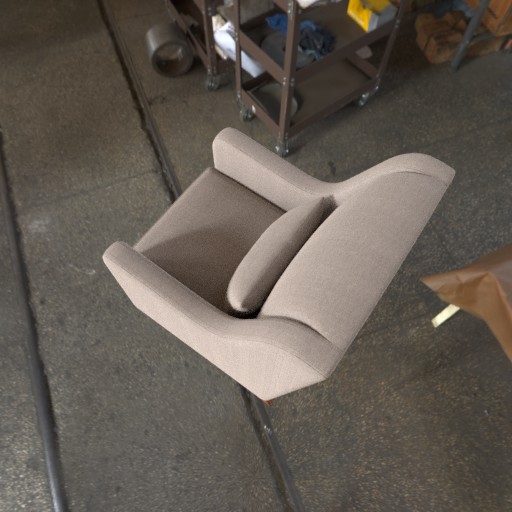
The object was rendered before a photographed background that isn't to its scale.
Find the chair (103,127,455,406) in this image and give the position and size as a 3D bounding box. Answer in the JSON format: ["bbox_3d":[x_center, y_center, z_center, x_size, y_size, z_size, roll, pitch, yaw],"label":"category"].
[{"bbox_3d":[0.000,0.000,1.642,0.890,1.017,0.715,32,68,15],"label":"chair"}]
